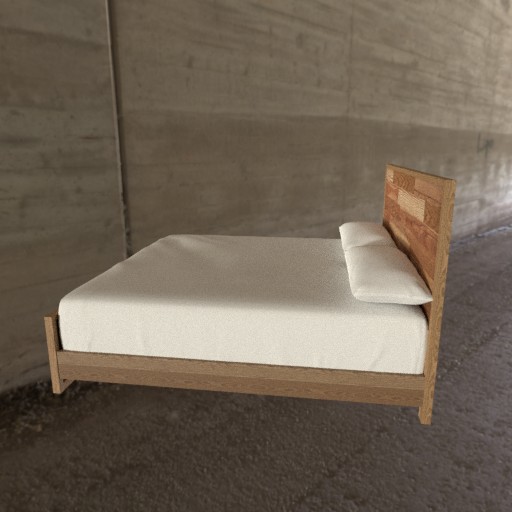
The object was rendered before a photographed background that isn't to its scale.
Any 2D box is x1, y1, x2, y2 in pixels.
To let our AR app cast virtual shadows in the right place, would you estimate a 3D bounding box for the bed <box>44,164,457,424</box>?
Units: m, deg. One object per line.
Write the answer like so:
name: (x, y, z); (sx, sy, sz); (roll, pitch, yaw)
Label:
bed: (0.000, 0.000, 3.339); (2.184, 1.295, 2.013); (2, 14, 8)
